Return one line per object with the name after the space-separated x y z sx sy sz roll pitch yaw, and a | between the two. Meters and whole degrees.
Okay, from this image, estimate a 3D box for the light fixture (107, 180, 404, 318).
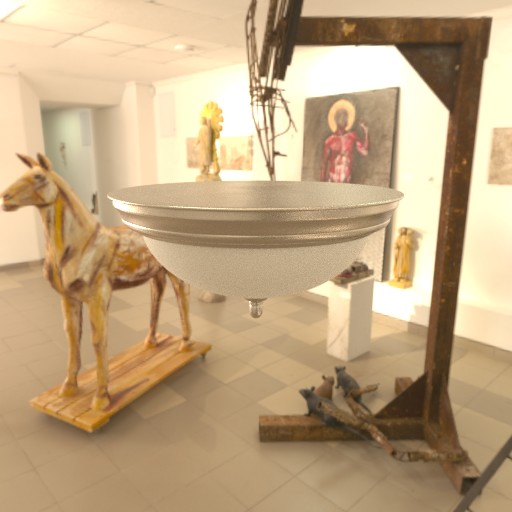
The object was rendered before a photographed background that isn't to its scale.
0.000 0.000 0.454 0.280 0.135 0.280 0 14 0 | light fixture
